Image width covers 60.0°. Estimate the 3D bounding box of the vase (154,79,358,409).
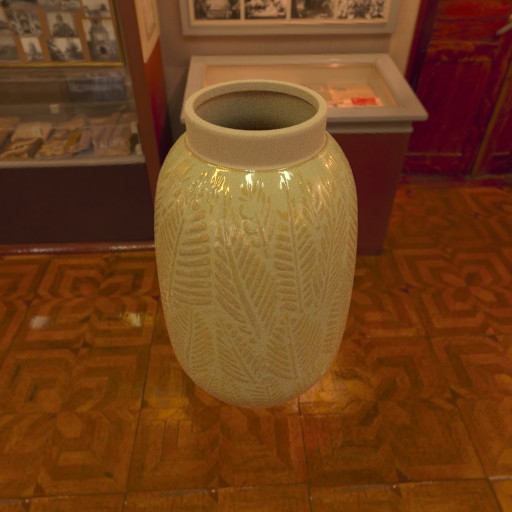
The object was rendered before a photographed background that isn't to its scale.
[{"bbox_3d":[0.000,0.000,0.385,0.172,0.270,0.172,0,40,0],"label":"vase"}]
